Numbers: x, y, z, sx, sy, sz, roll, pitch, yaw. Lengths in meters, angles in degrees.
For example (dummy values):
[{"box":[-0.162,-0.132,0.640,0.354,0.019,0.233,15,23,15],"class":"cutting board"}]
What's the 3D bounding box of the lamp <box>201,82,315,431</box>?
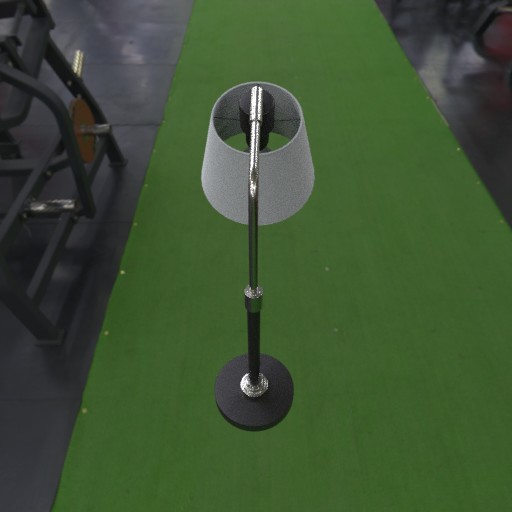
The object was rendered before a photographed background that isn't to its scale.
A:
[{"box":[0.000,0.000,0.716,0.181,0.539,0.348,1,46,1],"class":"lamp"}]
